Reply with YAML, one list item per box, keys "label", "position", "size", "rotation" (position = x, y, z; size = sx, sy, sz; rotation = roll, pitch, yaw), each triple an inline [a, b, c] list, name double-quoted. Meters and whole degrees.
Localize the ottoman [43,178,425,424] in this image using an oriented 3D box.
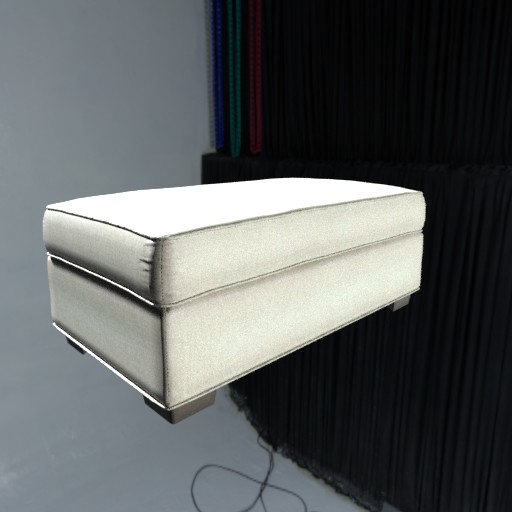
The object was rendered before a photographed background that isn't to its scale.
- label: "ottoman"
  position: [0.000, 0.000, 1.422]
  size: [1.097, 0.448, 0.617]
  rotation: [-14, 20, -42]
